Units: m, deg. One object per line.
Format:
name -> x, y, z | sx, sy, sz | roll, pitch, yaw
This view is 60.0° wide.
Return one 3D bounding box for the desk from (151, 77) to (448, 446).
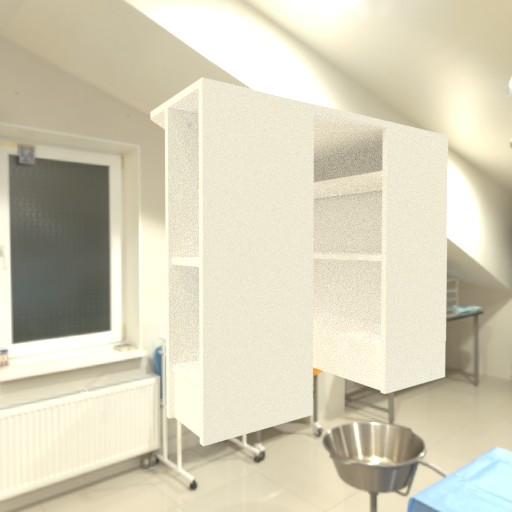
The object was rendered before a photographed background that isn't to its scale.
desk -> 0.000, 0.000, 1.630 | 0.926, 0.818, 0.940 | -1, 2, -34
